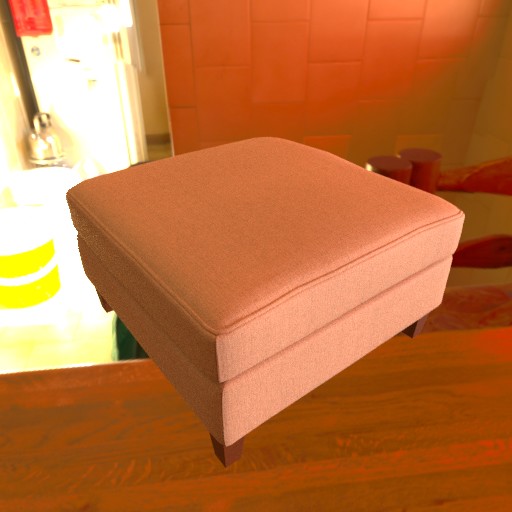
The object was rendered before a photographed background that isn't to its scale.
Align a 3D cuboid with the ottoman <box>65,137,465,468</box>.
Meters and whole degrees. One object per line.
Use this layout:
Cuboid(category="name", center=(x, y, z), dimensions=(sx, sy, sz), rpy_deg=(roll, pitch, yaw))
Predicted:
Cuboid(category="ottoman", center=(0.000, 0.000, 1.356), dimensions=(0.838, 0.503, 0.838), rpy_deg=(-22, 38, -31))
